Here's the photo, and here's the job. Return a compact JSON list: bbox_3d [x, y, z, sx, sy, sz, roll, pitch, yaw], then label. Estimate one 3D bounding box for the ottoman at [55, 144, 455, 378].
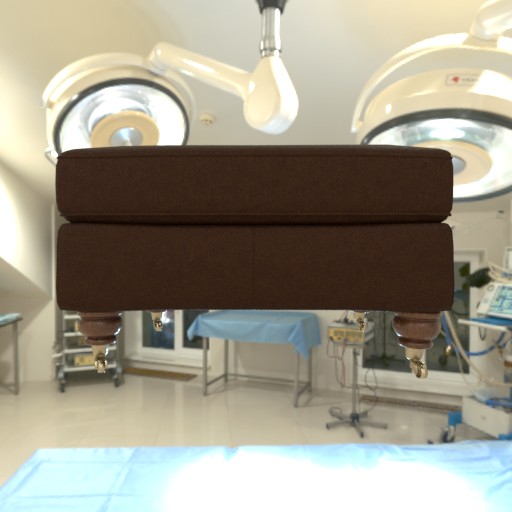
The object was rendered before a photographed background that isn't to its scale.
[{"bbox_3d":[0.000,0.000,1.768,1.187,0.730,0.967,0,1,1],"label":"ottoman"}]
